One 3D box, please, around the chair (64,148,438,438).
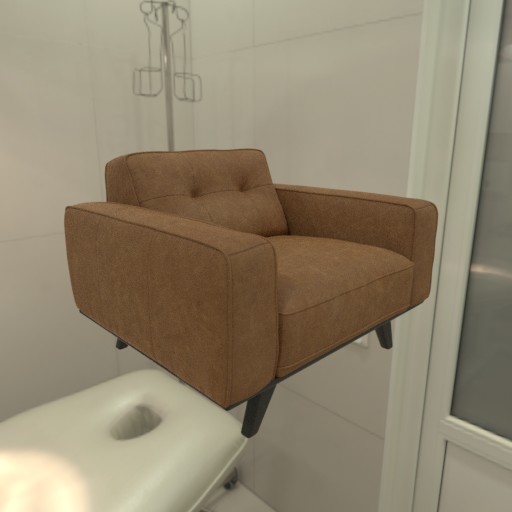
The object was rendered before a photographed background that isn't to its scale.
[{"bbox_3d":[0.000,0.000,1.707,1.118,0.782,0.952,-15,21,-42],"label":"chair"}]
